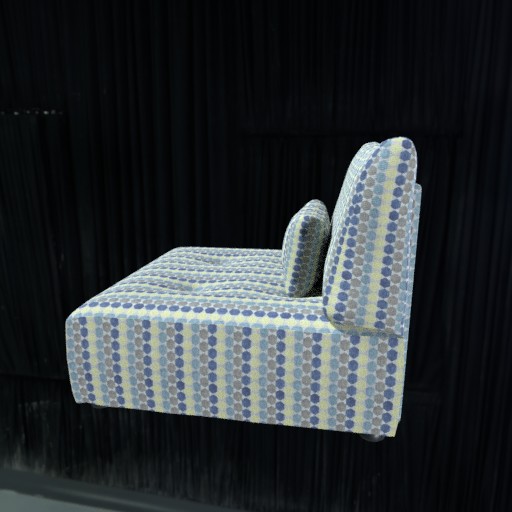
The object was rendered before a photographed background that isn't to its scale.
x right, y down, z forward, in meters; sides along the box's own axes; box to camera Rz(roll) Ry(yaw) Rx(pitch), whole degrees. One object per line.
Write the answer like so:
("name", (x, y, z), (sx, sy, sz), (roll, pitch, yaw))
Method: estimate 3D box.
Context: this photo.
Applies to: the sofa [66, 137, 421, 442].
("sofa", (0.000, 0.000, 1.648), (1.000, 0.830, 0.930), (2, 14, 10))
